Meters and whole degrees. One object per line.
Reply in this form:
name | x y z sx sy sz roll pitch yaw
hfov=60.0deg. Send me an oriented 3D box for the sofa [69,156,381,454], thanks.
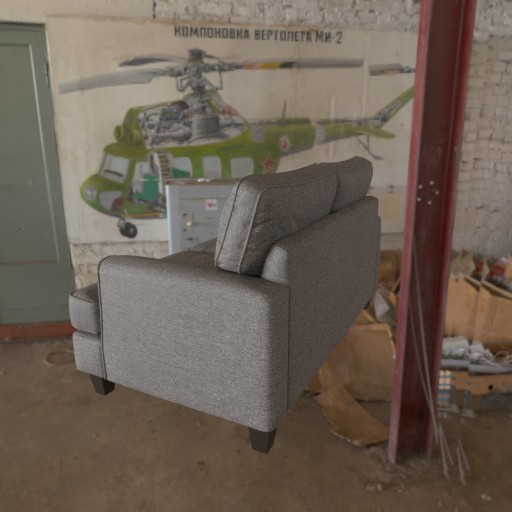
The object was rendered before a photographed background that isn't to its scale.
sofa | 0.000 0.000 2.286 0.965 0.965 1.651 8 17 26
